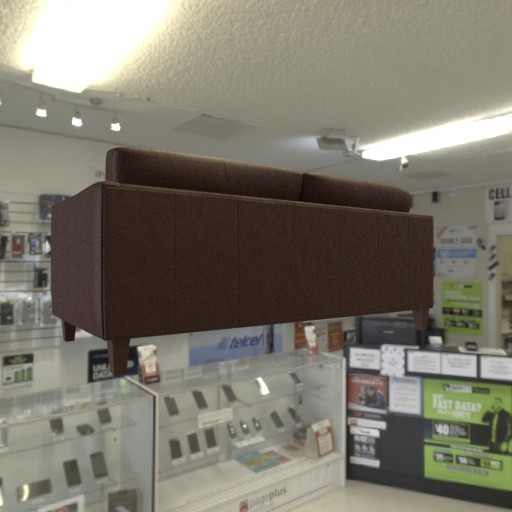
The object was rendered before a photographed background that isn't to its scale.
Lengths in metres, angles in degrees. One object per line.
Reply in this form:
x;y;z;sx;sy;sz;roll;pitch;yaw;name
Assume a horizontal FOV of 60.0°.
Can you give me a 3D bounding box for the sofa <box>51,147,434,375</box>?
0.000;0.000;2.449;1.971;0.863;0.923;1;-1;-35;sofa
